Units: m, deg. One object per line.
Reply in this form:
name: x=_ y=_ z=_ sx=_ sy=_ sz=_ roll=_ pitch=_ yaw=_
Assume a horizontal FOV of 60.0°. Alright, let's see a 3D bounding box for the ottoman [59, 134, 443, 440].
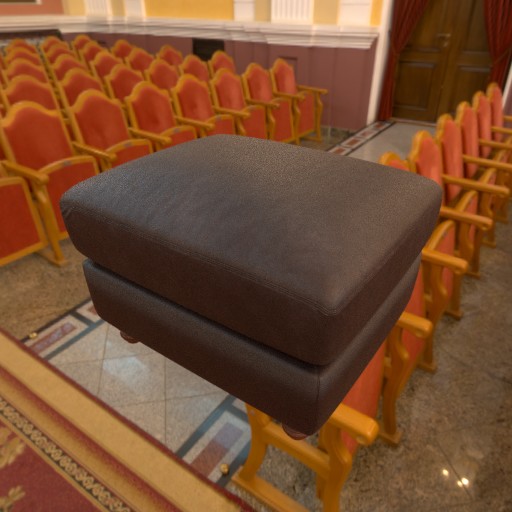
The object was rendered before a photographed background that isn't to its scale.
ottoman: x=0.000 y=0.000 z=1.249 sx=0.806 sy=0.569 sz=0.670 roll=20 pitch=36 yaw=30
